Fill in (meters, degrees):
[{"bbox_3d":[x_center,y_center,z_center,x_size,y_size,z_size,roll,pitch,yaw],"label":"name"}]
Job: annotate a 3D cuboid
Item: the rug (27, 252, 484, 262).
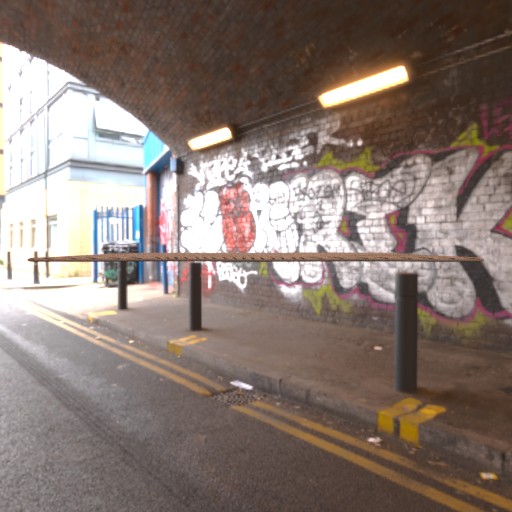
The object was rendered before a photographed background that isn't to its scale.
[{"bbox_3d":[0.000,0.000,3.269,2.449,0.028,1.829,0,1,0],"label":"rug"}]
